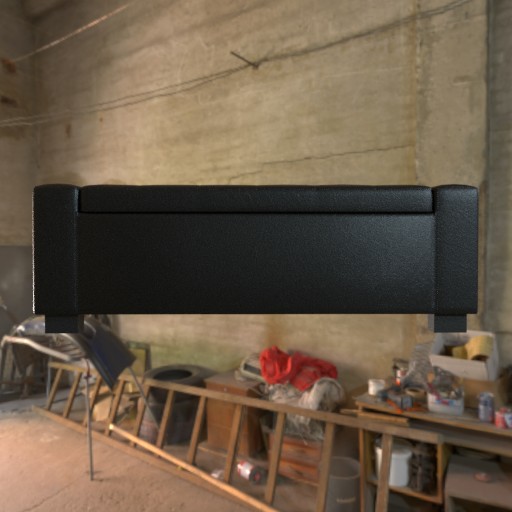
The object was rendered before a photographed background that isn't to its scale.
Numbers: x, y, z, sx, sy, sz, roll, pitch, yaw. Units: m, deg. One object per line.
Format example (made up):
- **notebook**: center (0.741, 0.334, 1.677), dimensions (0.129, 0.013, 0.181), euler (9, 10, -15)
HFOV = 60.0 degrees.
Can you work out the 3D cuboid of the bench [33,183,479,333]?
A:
- **bench**: center (0.000, 0.000, 1.528), dimensions (1.296, 0.445, 0.508), euler (0, 1, -1)
